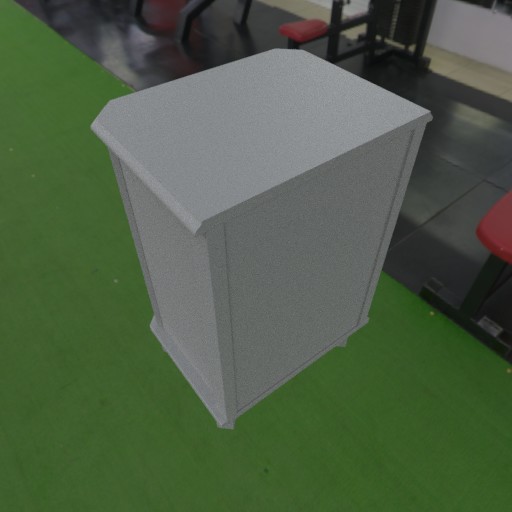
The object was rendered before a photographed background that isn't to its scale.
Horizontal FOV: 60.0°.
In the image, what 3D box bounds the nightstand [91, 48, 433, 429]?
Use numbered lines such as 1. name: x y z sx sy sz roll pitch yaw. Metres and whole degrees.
1. nightstand: 0.000 0.000 0.950 0.450 0.680 0.350 -29 53 -25
